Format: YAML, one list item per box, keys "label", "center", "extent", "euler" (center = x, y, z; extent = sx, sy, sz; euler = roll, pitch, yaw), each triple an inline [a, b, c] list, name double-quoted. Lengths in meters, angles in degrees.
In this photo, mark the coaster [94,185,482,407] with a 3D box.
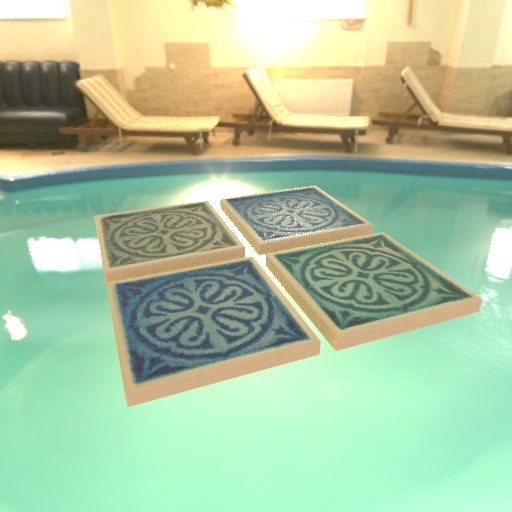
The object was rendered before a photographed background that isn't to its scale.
- label: "coaster"
  center: [0.000, 0.000, 0.329]
  extent: [0.214, 0.010, 0.219]
  euler: [-10, 30, -18]
